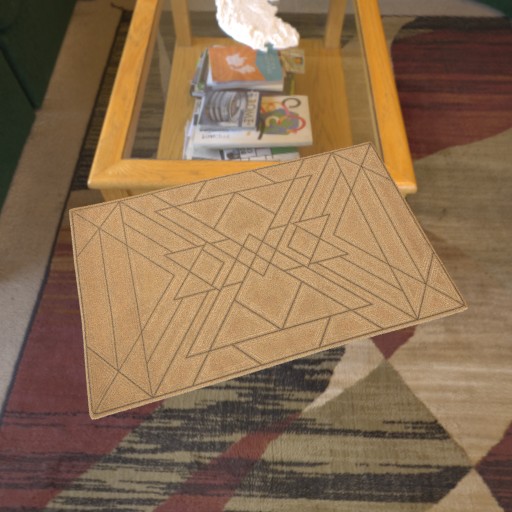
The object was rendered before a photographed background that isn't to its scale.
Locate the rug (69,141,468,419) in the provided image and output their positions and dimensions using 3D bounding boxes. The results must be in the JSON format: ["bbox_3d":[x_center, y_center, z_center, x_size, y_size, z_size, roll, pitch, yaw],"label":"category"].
[{"bbox_3d":[0.000,0.000,3.118,2.459,0.023,1.575,-14,61,-8],"label":"rug"}]
